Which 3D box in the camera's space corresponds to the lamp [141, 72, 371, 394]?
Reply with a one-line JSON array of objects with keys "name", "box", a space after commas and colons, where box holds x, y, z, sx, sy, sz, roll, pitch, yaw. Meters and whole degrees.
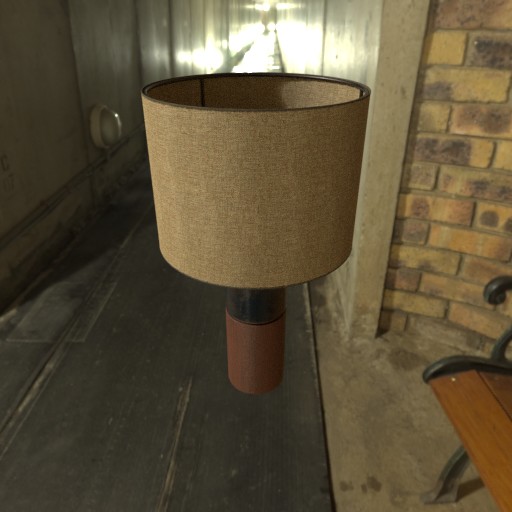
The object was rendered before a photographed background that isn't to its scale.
[{"name": "lamp", "box": [0.000, 0.000, 0.484, 0.202, 0.350, 0.202, 0, 29, 0]}]
